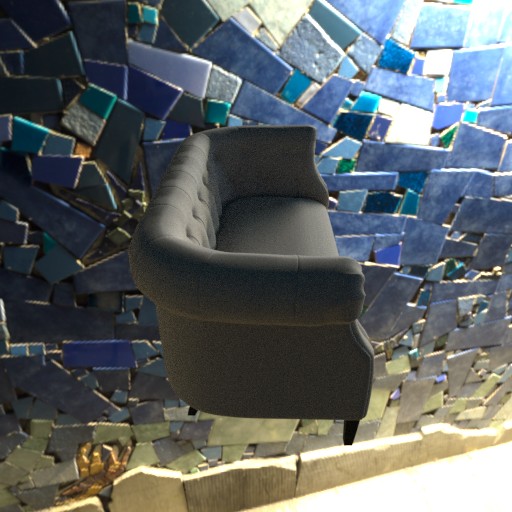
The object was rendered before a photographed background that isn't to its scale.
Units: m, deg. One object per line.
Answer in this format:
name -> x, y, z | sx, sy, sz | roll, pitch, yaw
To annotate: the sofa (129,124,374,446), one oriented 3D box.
sofa -> 0.000, 0.000, 2.047 | 0.835, 0.827, 1.558 | 1, 32, 1
